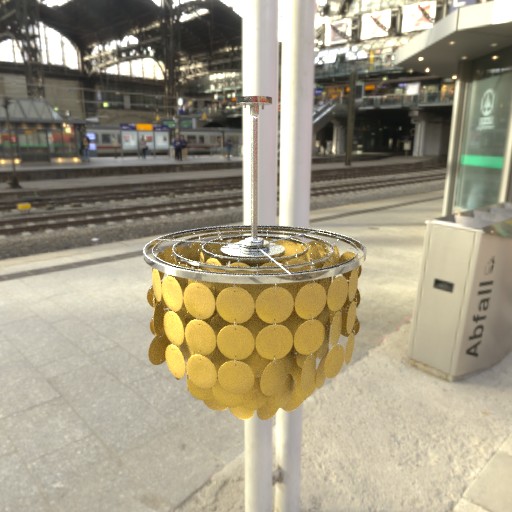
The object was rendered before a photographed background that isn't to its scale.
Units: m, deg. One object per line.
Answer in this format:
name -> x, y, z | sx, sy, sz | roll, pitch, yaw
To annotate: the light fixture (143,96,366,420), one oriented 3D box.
light fixture -> 0.000, 0.000, 0.729 | 0.368, 0.492, 0.368 | 0, 14, 0
